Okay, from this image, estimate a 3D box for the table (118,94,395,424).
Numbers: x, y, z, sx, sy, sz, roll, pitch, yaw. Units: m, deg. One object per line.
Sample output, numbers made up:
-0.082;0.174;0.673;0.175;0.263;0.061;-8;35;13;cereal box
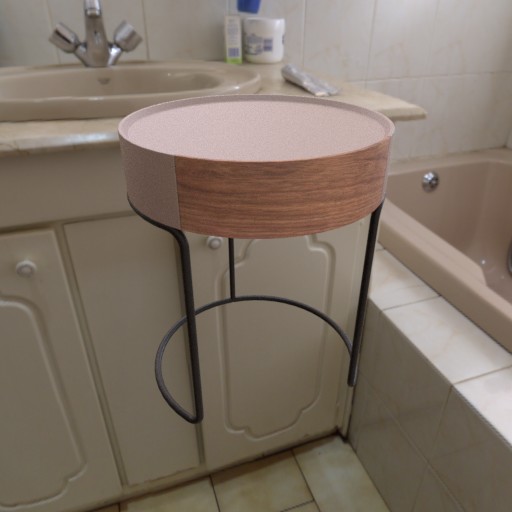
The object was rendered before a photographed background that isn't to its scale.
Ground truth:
0.000;0.000;0.874;0.450;0.530;0.450;0;30;0;table
